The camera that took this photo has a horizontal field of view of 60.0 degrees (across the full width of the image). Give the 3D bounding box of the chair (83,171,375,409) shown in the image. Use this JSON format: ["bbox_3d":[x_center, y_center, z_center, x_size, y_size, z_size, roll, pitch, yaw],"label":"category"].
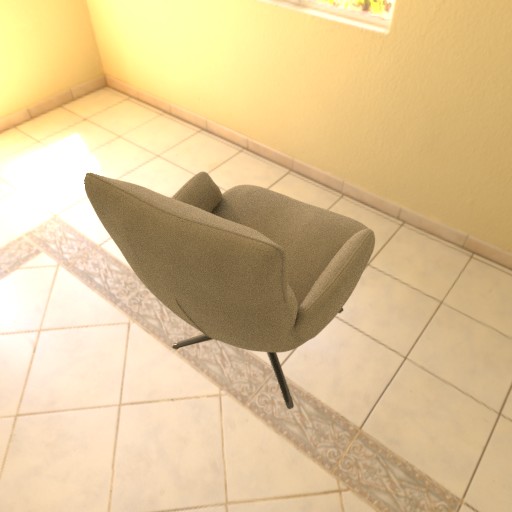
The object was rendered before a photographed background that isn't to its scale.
[{"bbox_3d":[0.000,0.000,1.565,0.711,1.016,0.889,22,50,20],"label":"chair"}]
